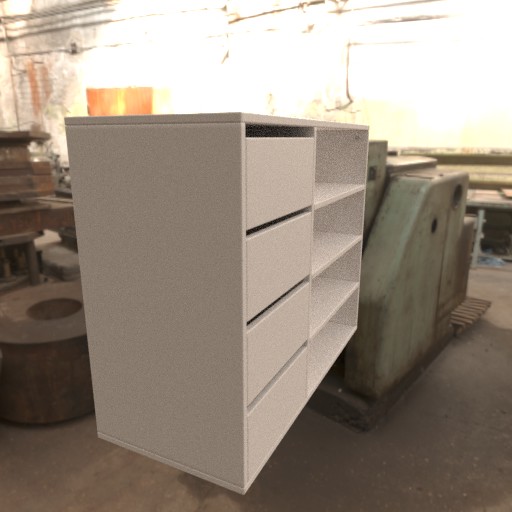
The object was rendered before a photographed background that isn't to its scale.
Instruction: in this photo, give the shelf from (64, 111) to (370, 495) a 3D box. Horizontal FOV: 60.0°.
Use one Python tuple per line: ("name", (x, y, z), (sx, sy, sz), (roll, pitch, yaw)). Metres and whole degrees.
("shelf", (0.000, 0.000, 1.264), (0.396, 0.732, 0.895), (7, 17, 26))
